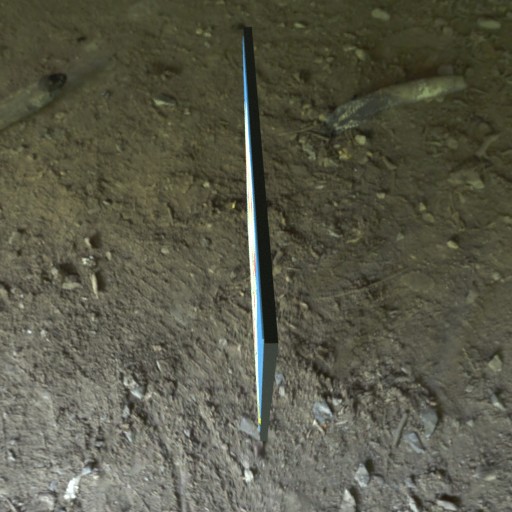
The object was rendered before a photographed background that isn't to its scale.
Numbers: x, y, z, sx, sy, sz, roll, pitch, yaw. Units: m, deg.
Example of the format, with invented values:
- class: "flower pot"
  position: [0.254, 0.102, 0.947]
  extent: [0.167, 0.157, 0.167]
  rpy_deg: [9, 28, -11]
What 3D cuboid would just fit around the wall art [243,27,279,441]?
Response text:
- class: "wall art"
  position: [0.000, 0.000, 0.683]
  extent: [0.013, 0.457, 0.458]
  rpy_deg: [-3, 58, -2]
